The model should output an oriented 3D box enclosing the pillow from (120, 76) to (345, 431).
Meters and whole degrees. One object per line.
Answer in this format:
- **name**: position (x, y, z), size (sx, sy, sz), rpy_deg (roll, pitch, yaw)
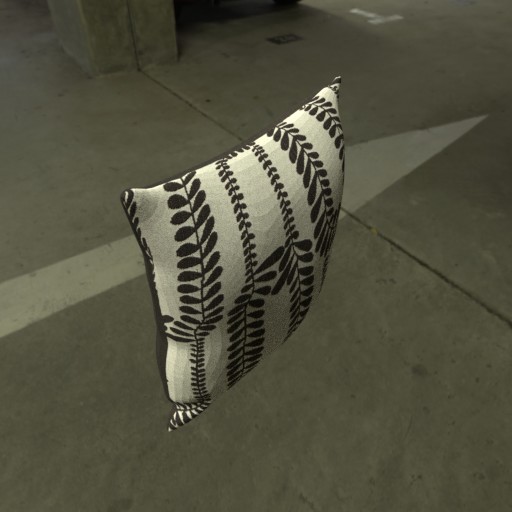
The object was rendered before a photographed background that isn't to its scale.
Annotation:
- **pillow**: position (0.000, 0.000, 0.685), size (0.182, 0.441, 0.440), rpy_deg (26, 47, 27)
